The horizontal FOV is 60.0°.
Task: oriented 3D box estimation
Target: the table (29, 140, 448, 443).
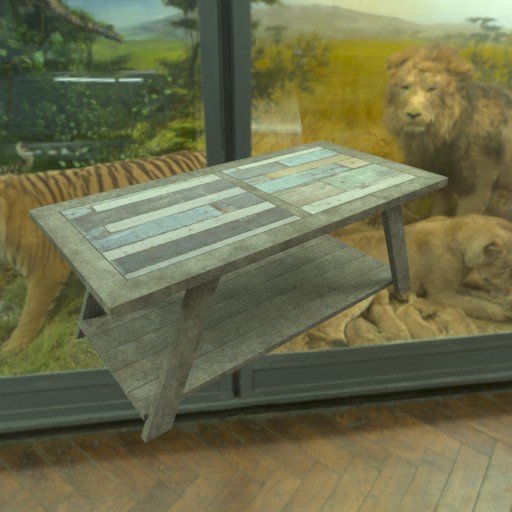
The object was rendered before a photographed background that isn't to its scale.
[{"bbox_3d":[0.000,0.000,1.536,1.219,0.470,0.610,-21,36,-32],"label":"table"}]
